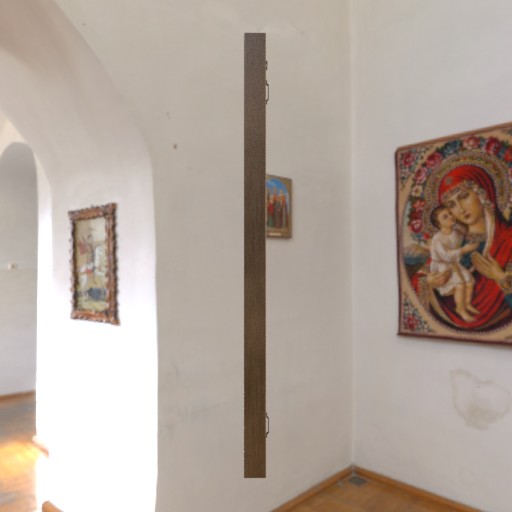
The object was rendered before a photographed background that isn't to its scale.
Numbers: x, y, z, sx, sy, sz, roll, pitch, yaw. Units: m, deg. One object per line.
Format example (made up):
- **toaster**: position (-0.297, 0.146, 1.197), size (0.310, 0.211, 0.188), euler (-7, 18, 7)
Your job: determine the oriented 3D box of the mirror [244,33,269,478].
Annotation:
- **mirror**: position (0.000, 0.000, 0.960), size (0.040, 0.710, 0.507), euler (0, -1, 0)
